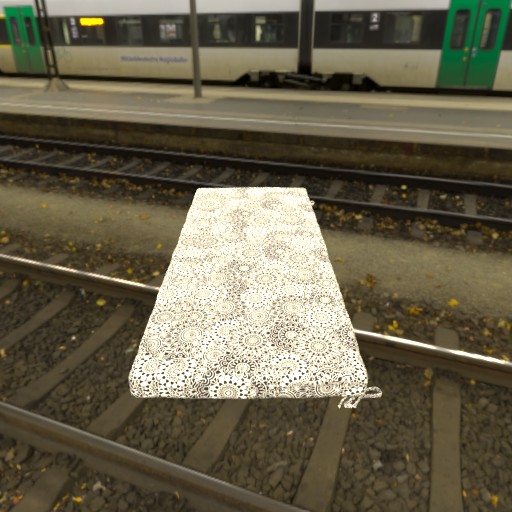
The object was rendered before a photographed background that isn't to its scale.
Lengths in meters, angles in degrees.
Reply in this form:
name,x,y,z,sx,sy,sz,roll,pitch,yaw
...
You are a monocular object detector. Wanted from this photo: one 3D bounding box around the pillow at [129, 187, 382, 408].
name,x,y,z,sx,sy,sz,roll,pitch,yaw
pillow,0.000,0.000,1.349,0.492,0.081,1.187,0,27,0
